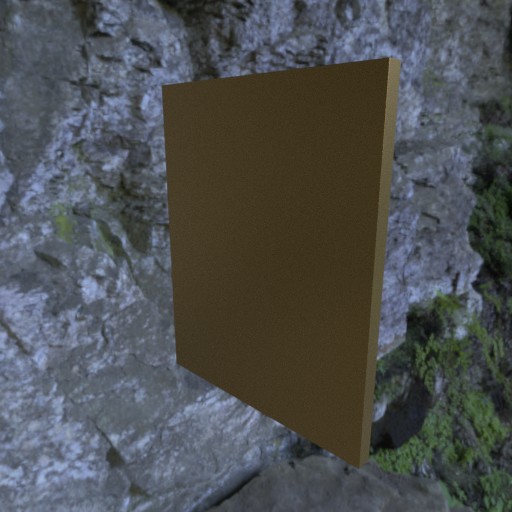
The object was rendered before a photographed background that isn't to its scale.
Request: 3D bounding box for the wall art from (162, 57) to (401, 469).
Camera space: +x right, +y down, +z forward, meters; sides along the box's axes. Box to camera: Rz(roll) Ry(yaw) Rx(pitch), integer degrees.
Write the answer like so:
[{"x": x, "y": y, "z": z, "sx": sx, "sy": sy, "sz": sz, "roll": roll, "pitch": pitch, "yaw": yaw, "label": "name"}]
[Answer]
[{"x": 0.000, "y": 0.000, "z": 1.003, "sx": 0.610, "sy": 0.762, "sz": 0.038, "roll": 15, "pitch": 21, "yaw": 42, "label": "wall art"}]
